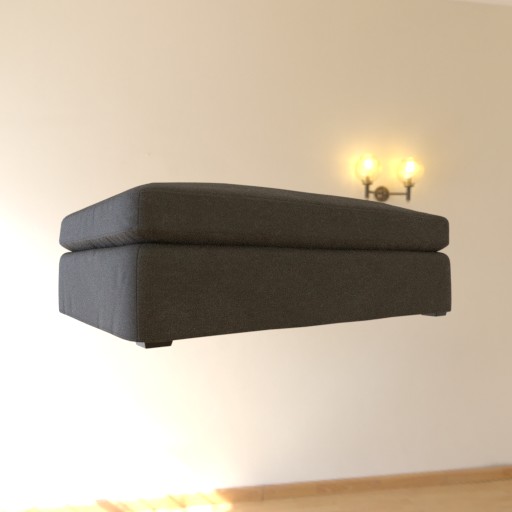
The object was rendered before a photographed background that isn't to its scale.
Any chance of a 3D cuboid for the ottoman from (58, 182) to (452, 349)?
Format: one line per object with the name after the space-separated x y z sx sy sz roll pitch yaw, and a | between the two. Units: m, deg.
0.000 0.000 1.600 1.199 0.429 0.840 1 -1 -35 | ottoman
